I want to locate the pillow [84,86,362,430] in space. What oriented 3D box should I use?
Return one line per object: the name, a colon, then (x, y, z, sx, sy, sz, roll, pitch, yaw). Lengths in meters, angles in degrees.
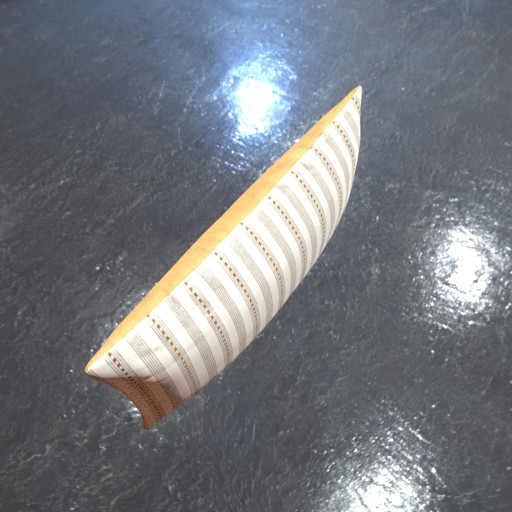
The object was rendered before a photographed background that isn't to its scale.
pillow: (0.000, 0.000, 0.728, 0.151, 0.291, 0.608, 32, 63, 19)
